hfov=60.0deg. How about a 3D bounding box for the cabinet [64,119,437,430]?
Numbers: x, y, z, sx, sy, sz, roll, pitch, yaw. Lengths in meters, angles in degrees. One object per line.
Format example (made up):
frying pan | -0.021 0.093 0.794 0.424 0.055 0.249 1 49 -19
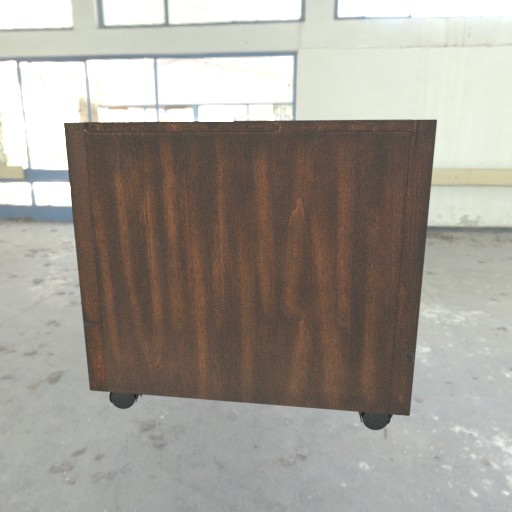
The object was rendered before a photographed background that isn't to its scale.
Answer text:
cabinet | 0.000 0.000 0.818 0.500 0.455 0.402 2 14 8
